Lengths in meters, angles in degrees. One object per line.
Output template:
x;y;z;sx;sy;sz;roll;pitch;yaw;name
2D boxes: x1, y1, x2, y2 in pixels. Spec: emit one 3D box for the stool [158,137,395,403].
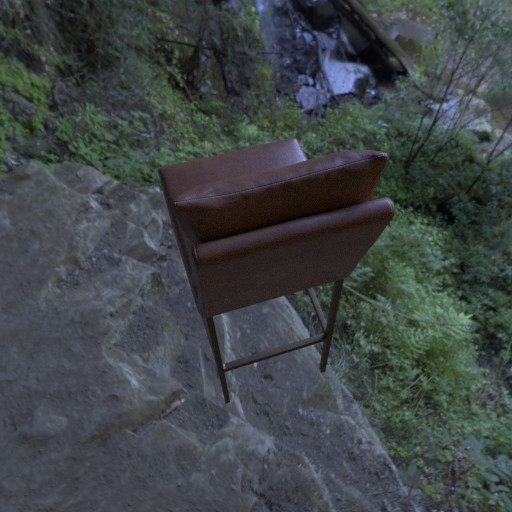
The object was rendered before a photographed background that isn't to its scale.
0.000;0.000;1.419;0.463;1.124;0.571;-15;58;-9;stool
